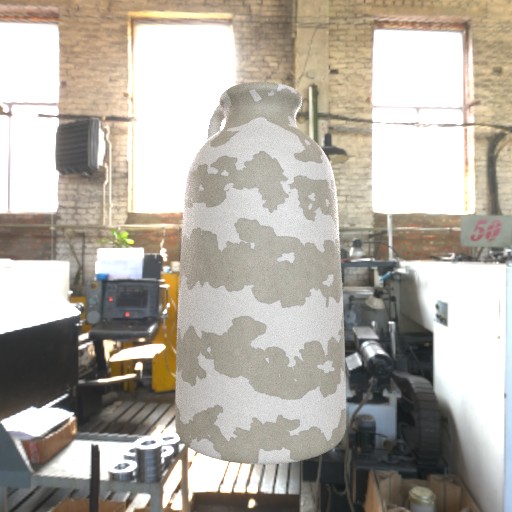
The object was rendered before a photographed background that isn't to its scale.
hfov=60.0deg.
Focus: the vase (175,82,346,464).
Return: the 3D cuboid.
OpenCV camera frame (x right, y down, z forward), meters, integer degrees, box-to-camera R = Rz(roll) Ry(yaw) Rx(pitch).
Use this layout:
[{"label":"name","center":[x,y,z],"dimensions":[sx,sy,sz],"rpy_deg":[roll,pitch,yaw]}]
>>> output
[{"label":"vase","center":[0.000,0.000,0.498],"dimensions":[0.186,0.382,0.203],"rpy_deg":[0,0,-37]}]
